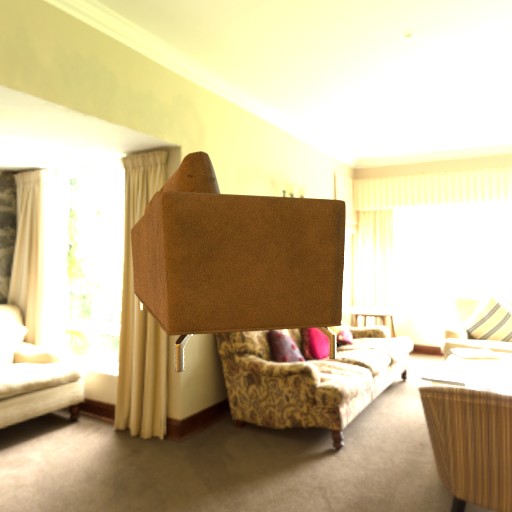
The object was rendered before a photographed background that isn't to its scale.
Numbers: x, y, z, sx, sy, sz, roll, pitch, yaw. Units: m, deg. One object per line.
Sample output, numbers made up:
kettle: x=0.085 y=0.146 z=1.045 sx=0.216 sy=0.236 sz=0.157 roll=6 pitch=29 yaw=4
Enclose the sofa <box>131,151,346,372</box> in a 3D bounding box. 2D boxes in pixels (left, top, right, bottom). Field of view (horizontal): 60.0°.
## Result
sofa: x=0.000 y=0.000 z=3.195 sx=1.622 sy=0.987 sz=2.438 roll=0 pitch=0 yaw=-19
